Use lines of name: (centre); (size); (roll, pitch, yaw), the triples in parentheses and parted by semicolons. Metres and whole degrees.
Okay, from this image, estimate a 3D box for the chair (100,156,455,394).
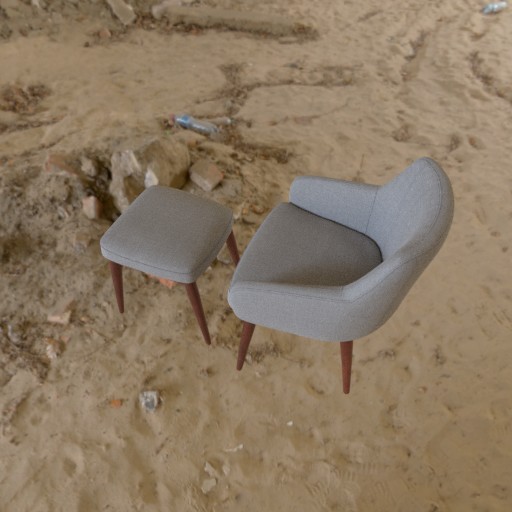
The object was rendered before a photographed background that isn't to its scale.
chair: (0.000, 0.000, 1.565); (1.107, 0.799, 0.584); (17, 49, 15)
